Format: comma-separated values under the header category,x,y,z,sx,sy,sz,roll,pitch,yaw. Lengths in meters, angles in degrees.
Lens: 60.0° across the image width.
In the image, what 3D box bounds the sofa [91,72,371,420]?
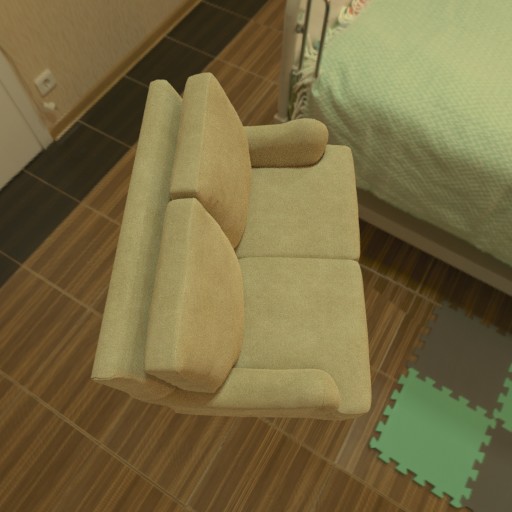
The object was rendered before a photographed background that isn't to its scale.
category,x,y,z,sx,sy,sz,roll,pitch,yaw
sofa,0.000,0.000,2.218,1.086,1.087,1.498,2,63,1
